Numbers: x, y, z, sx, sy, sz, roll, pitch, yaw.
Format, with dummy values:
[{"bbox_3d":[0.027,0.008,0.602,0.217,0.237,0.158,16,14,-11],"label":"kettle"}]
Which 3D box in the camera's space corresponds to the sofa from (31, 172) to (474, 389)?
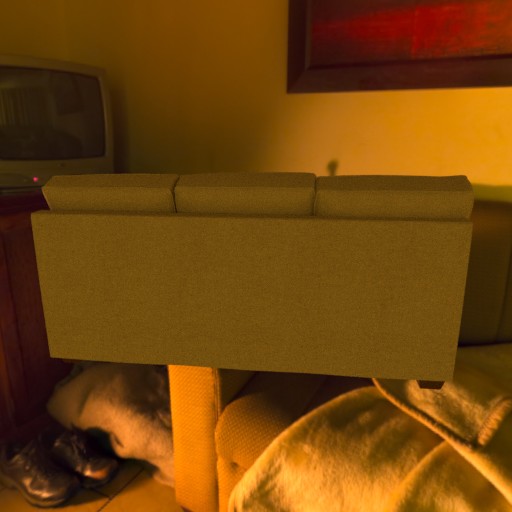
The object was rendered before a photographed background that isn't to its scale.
[{"bbox_3d":[0.000,0.000,2.646,2.092,1.036,1.127,2,15,7],"label":"sofa"}]
